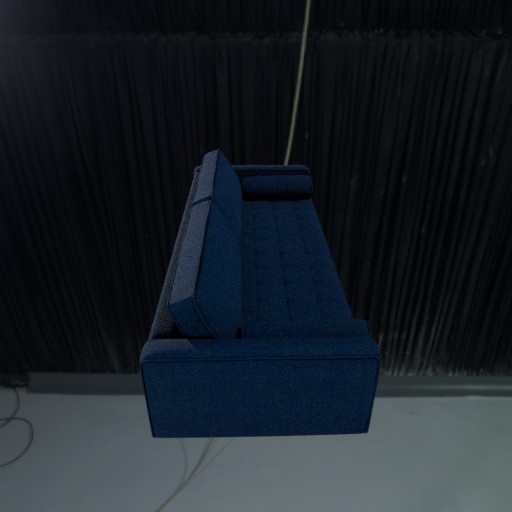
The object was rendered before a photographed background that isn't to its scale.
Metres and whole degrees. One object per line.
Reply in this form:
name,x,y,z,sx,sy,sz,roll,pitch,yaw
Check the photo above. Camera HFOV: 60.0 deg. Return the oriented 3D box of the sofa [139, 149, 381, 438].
sofa,0.000,0.000,2.650,0.914,0.762,2.210,-1,30,-1
